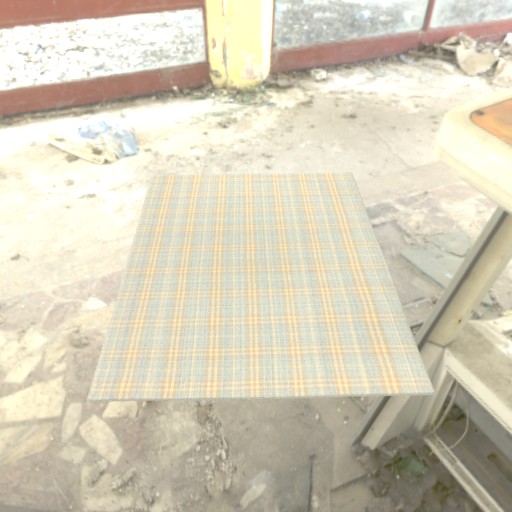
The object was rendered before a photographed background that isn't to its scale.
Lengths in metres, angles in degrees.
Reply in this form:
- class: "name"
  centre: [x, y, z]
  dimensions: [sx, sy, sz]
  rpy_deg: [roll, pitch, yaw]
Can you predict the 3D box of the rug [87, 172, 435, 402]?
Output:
- class: "rug"
  centre: [0.000, 0.000, 4.265]
  dimensions: [2.462, 0.030, 3.066]
  rpy_deg: [-1, 41, -1]
